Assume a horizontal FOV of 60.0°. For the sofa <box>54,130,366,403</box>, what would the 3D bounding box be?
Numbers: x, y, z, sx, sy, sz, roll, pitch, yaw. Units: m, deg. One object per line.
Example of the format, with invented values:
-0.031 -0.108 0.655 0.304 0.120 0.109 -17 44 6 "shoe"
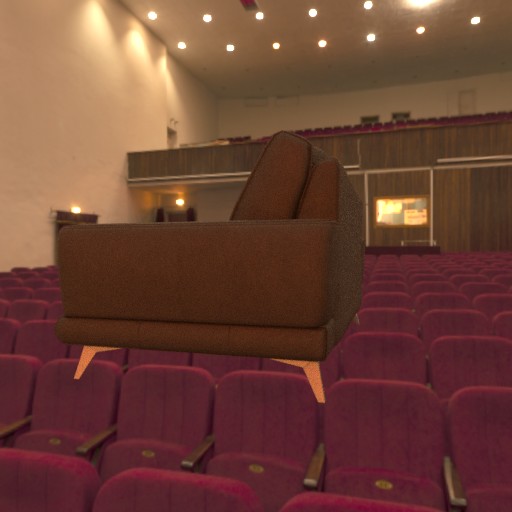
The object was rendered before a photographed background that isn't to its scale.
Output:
0.000 0.000 2.290 1.018 0.907 1.806 0 0 17 "sofa"
